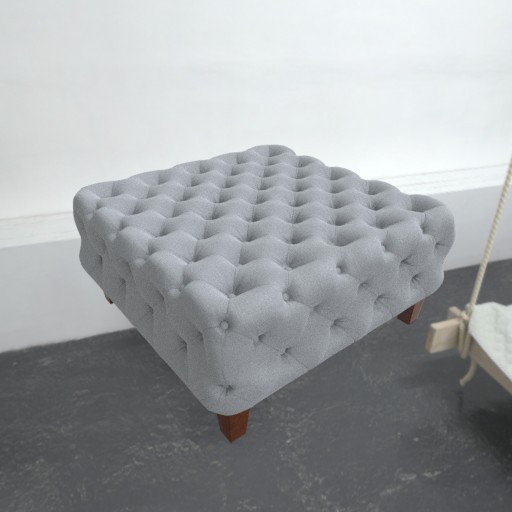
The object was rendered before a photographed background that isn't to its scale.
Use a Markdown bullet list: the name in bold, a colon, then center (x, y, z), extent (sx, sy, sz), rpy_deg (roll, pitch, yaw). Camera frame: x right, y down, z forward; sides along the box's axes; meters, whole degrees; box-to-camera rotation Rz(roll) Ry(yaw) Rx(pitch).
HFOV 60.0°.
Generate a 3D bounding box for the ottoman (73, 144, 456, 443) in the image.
- **ottoman**: center (0.000, 0.000, 1.218), extent (0.758, 0.365, 0.764), rpy_deg (-22, 37, -33)
